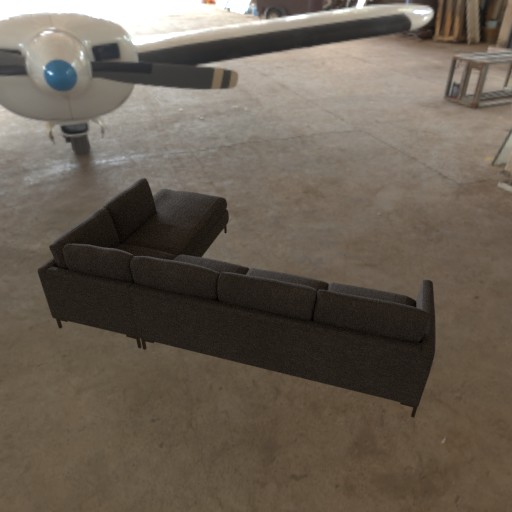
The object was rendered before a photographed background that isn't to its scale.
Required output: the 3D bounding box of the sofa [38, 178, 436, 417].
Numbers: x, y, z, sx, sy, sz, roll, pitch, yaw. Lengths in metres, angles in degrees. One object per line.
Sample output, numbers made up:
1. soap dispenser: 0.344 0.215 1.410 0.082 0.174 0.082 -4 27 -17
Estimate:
1. sofa: 0.000 0.000 3.919 2.949 0.815 2.007 10 34 15
